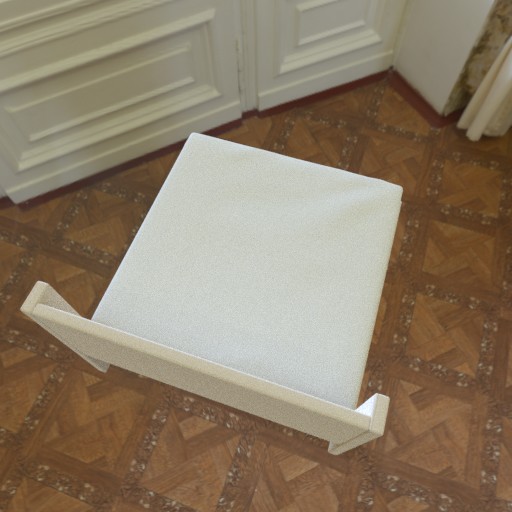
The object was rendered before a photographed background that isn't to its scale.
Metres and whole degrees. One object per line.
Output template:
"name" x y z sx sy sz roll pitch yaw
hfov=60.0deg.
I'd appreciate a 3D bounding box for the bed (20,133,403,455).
"bed" 0.000 0.000 3.561 2.145 1.471 2.293 17 63 9
